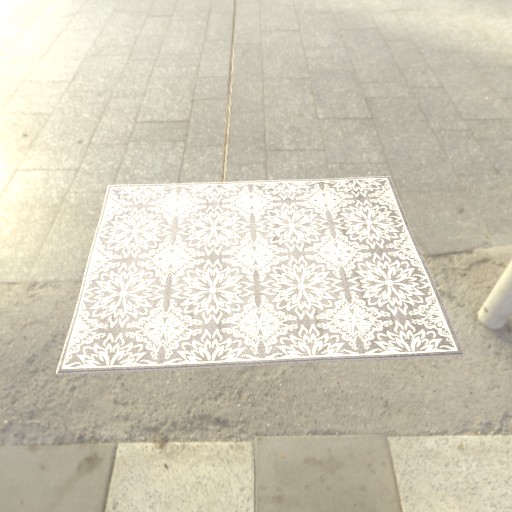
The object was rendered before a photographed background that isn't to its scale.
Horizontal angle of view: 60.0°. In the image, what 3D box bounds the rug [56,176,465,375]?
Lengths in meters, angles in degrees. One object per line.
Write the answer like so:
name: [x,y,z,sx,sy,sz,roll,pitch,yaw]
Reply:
rug: [0.000,0.000,2.932,2.213,0.014,1.608,-2,47,-2]
